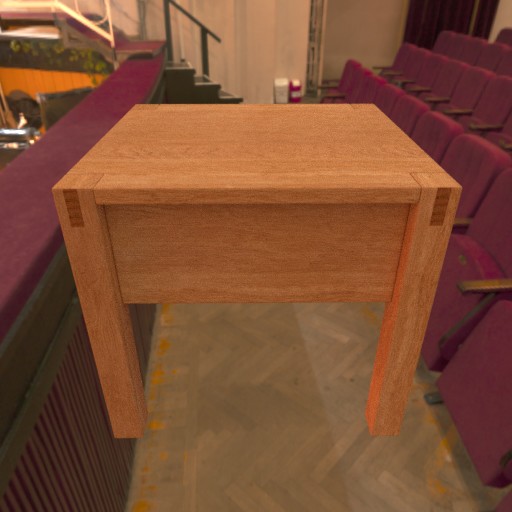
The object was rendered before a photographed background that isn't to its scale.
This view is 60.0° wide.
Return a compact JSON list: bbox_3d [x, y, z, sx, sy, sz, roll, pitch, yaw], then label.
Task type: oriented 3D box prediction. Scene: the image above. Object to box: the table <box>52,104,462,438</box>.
[{"bbox_3d":[0.000,0.000,0.819,0.480,0.450,0.440,0,31,0],"label":"table"}]
